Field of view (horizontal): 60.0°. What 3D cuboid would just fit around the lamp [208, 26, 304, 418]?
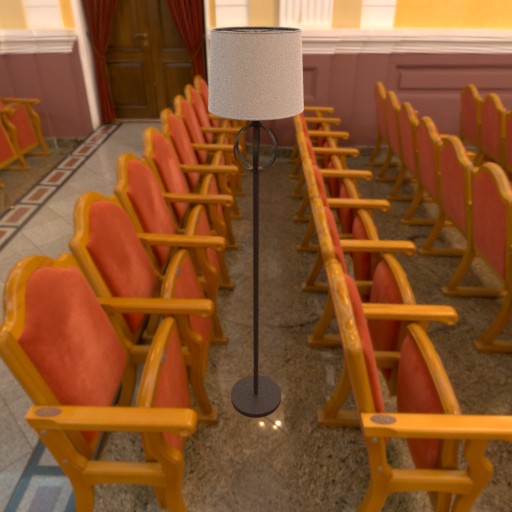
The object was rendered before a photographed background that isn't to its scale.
[{"bbox_3d":[0.000,0.000,1.602,0.286,1.462,0.286,1,31,1],"label":"lamp"}]
